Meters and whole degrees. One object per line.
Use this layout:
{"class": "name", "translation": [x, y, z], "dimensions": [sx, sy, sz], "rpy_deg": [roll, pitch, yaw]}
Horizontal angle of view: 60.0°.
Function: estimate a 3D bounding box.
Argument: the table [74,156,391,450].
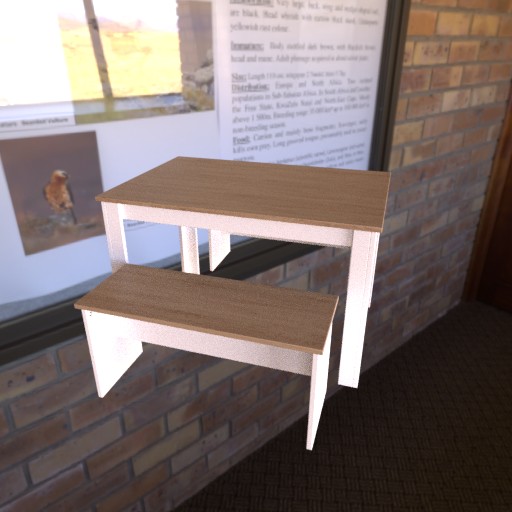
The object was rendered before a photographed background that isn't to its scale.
{"class": "table", "translation": [0.000, 0.000, 2.068], "dimensions": [1.100, 0.700, 1.443], "rpy_deg": [8, 27, 16]}
